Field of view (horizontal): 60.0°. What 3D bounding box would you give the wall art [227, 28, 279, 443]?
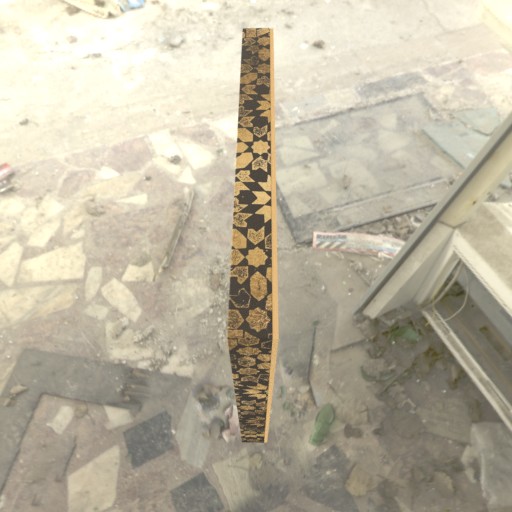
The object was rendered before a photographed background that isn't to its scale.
[{"bbox_3d":[0.000,0.000,0.604,0.038,0.405,0.405,1,57,0],"label":"wall art"}]
